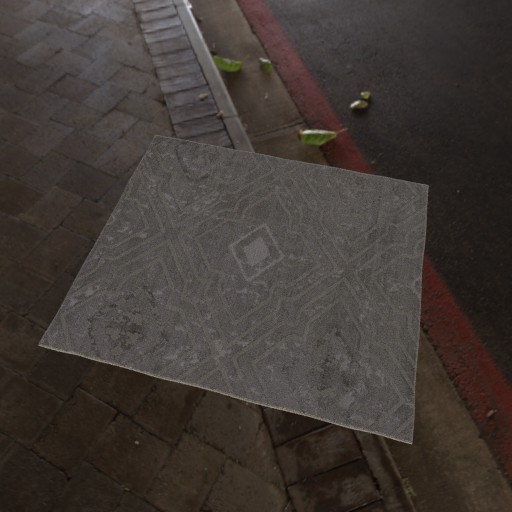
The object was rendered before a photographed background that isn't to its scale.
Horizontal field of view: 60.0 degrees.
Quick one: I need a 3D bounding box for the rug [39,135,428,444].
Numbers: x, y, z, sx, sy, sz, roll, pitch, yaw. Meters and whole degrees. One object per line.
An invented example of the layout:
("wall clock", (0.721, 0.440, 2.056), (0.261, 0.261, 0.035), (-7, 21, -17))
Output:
("rug", (0.000, 0.000, 0.868), (0.639, 0.006, 0.548), (12, 58, 8))
